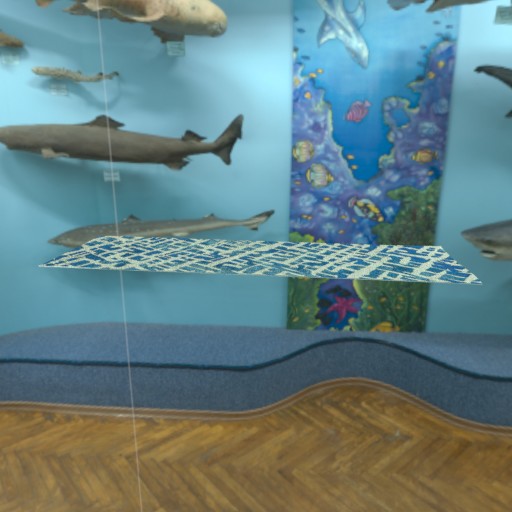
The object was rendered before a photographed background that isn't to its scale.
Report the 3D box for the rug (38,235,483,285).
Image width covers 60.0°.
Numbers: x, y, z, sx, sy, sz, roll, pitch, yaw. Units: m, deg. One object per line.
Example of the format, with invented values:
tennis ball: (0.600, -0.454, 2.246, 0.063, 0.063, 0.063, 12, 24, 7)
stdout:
rug: (0.000, 0.000, 2.781, 2.446, 0.011, 0.768, 2, 16, 7)
